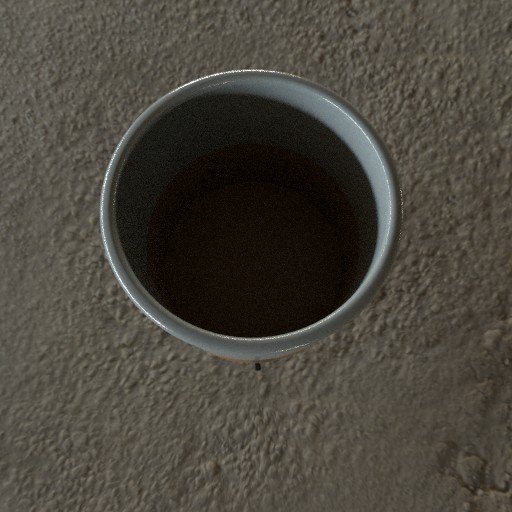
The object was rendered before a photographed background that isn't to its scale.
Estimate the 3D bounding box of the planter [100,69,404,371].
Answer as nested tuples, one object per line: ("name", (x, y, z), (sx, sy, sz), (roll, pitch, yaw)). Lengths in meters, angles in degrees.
("planter", (0.000, 0.000, 0.641), (0.310, 0.432, 0.310), (-16, 76, -4))
